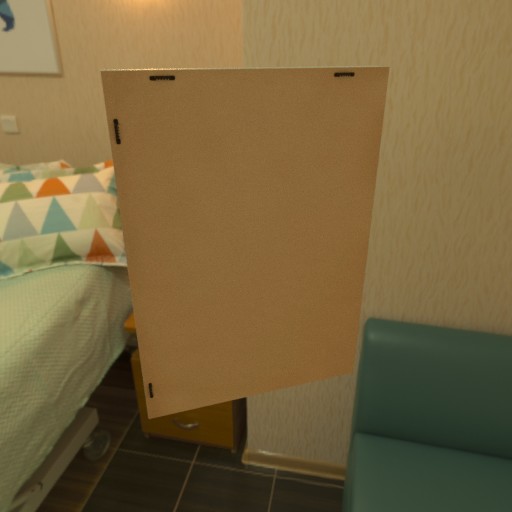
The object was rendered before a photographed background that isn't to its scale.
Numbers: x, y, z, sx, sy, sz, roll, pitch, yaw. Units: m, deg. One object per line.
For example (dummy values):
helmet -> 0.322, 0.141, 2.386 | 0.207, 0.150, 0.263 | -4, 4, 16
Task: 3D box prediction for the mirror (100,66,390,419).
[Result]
mirror -> 0.000, 0.000, 0.909 | 0.507, 0.710, 0.039 | -8, 26, -16
